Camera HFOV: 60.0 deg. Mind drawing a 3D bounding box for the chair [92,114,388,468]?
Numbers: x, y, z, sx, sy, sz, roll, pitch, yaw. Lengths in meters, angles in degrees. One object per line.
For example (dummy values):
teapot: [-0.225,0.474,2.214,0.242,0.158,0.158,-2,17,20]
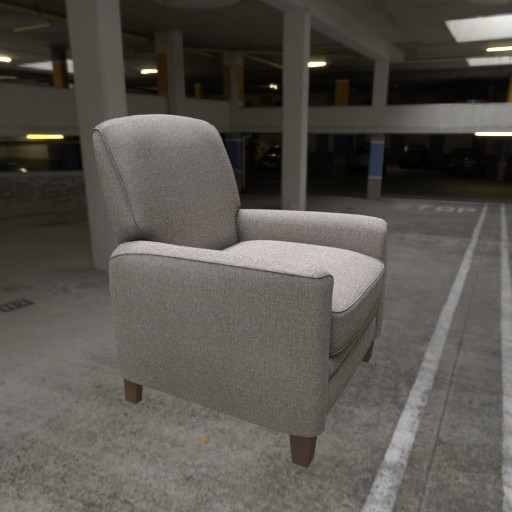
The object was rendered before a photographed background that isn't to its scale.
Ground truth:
chair: [0.000,0.000,1.648,0.864,1.014,0.848,8,18,27]
